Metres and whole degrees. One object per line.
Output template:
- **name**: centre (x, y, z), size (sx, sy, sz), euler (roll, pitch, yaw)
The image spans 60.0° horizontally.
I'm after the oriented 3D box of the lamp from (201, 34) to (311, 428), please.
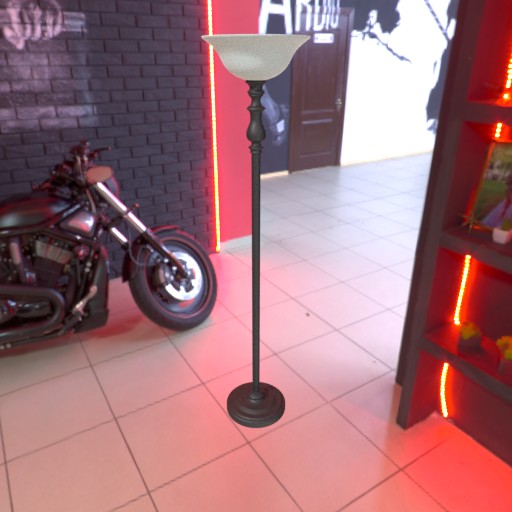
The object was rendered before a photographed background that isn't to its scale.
- **lamp**: centre (0.000, 0.000, 2.023), size (0.405, 1.797, 0.405), euler (0, 24, 0)
